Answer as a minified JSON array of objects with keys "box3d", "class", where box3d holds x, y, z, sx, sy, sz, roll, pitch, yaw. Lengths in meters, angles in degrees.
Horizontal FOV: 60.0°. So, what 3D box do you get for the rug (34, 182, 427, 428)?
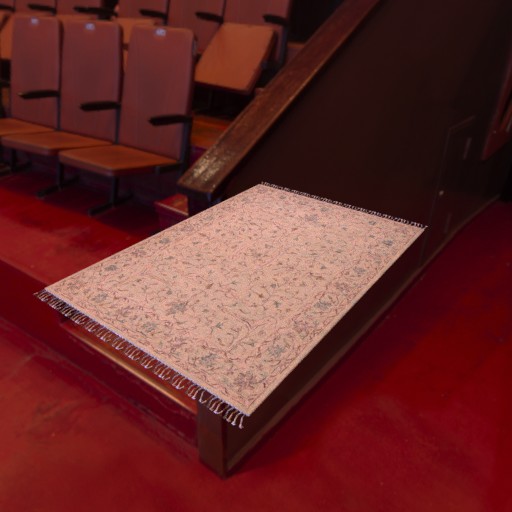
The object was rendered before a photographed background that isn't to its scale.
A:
[{"box3d":[0.000,0.000,2.347,1.247,0.008,1.802,21,36,31],"class":"rug"}]
